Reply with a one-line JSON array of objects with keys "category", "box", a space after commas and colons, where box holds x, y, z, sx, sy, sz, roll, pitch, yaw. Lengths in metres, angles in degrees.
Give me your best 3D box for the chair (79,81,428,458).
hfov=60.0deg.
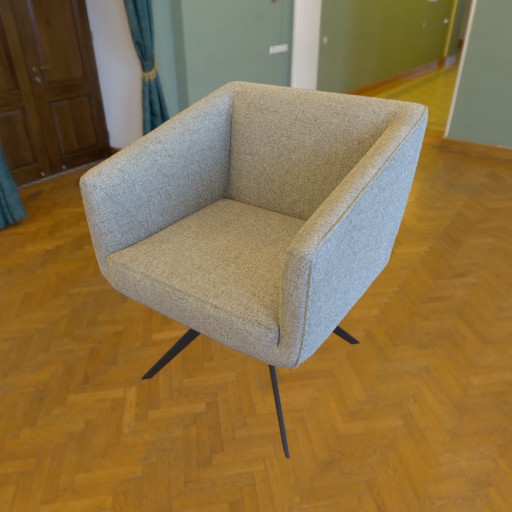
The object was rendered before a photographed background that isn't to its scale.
[{"category": "chair", "box": [0.000, 0.000, 1.202, 0.628, 0.760, 0.623, 19, 36, 29]}]
